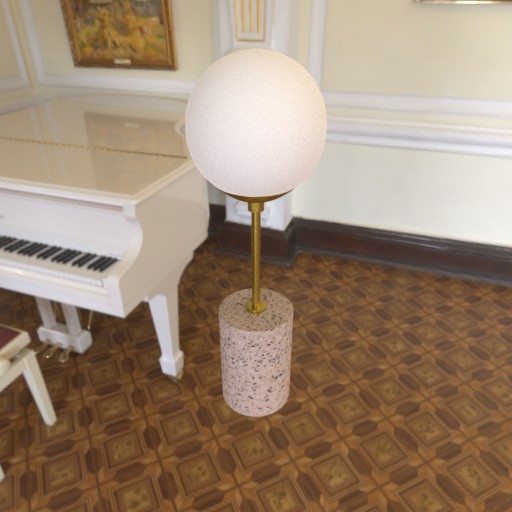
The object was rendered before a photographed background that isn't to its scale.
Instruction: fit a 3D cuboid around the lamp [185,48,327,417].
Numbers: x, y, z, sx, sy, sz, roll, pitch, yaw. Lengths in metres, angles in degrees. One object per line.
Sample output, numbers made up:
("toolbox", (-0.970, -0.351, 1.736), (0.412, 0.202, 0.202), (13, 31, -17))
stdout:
("lamp", (0.000, 0.000, 0.565), (0.153, 0.480, 0.153), (0, 30, 0))
